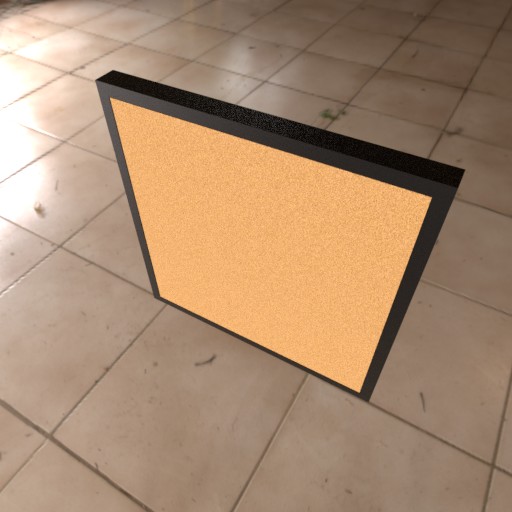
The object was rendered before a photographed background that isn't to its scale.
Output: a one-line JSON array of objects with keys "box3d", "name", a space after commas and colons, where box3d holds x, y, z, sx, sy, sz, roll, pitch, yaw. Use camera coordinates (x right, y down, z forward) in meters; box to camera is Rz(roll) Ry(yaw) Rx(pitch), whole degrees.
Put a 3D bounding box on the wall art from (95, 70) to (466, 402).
[{"box3d": [0.000, 0.000, 0.744, 0.506, 0.506, 0.038, 22, 51, 20], "name": "wall art"}]
